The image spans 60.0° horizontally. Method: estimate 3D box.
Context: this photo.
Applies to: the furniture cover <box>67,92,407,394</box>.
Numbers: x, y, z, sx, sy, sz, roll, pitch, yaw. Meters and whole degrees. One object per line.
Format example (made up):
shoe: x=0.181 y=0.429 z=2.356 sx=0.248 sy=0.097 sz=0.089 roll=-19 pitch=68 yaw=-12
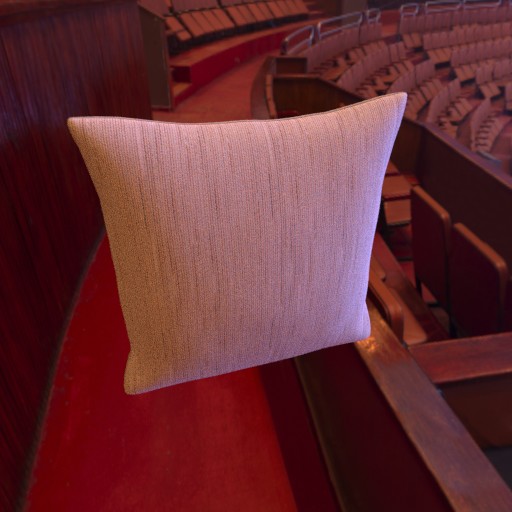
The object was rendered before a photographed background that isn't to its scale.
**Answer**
furniture cover: x=0.000 y=0.000 z=0.759 sx=0.512 sy=0.506 sz=0.178 roll=-10 pitch=33 yaw=-15
